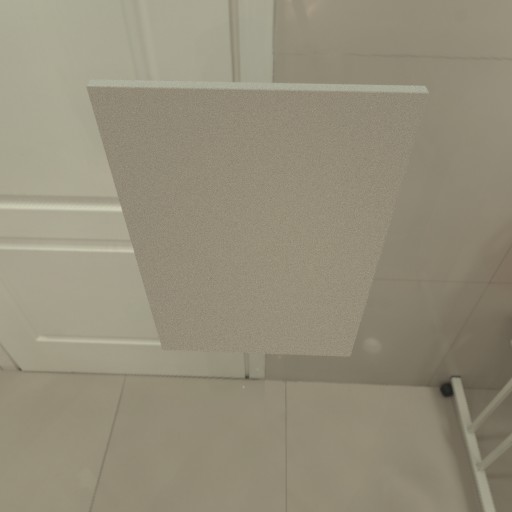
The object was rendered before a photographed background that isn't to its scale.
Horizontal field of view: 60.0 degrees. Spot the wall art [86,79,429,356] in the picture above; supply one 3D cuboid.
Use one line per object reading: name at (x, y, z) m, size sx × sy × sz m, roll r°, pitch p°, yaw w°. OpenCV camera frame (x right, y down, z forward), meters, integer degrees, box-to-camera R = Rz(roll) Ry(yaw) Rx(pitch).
wall art at (0.000, 0.000, 1.484) m, size 0.808 × 1.183 × 0.038 m, roll 2°, pitch 47°, yaw 2°
